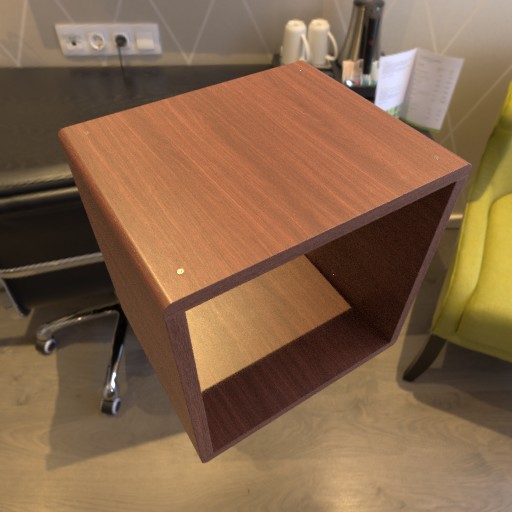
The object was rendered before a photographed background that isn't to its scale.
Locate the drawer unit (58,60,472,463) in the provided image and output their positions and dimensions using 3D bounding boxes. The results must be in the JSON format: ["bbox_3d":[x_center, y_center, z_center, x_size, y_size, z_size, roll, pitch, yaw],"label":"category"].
[{"bbox_3d":[0.000,0.000,0.606,0.349,0.351,0.290,-25,52,-21],"label":"drawer unit"}]
